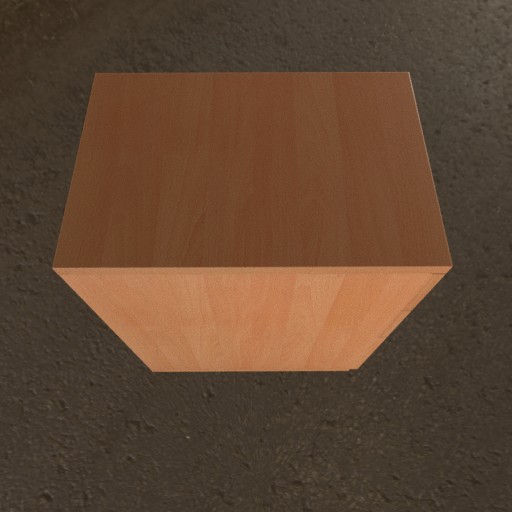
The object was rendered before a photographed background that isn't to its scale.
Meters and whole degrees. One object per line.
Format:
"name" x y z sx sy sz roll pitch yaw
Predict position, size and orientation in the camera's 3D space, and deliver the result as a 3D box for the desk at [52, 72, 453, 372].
"desk" 0.000 0.000 1.067 0.600 0.730 0.404 0 63 0
